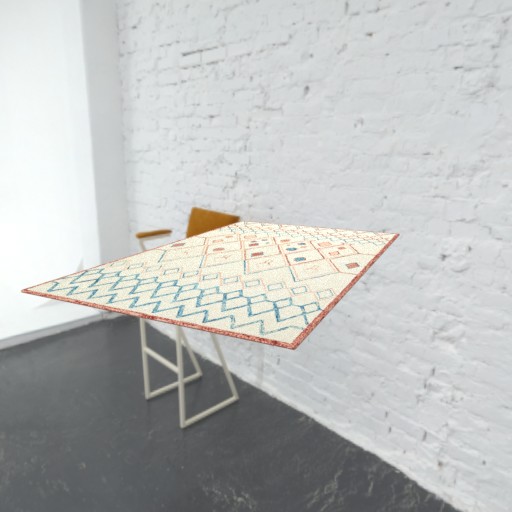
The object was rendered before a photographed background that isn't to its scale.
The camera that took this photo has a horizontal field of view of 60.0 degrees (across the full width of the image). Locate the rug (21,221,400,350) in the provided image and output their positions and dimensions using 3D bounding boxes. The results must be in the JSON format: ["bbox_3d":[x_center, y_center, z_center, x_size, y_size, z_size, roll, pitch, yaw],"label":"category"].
[{"bbox_3d":[0.000,0.000,3.031,1.524,0.015,2.438,7,15,25],"label":"rug"}]
